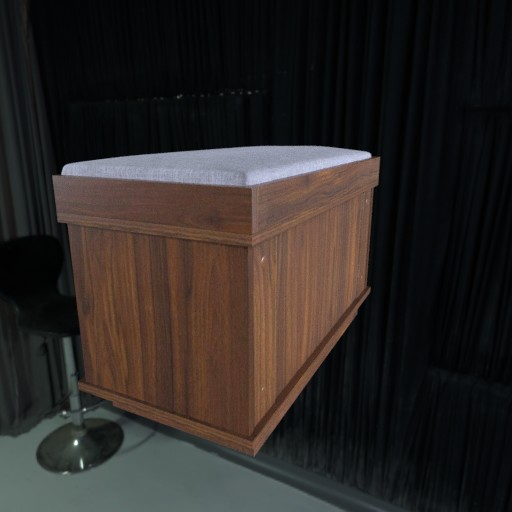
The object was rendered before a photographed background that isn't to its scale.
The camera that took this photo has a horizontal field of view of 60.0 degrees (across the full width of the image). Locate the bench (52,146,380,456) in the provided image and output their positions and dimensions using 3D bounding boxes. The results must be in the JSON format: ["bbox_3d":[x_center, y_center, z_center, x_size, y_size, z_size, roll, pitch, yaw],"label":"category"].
[{"bbox_3d":[0.000,0.000,0.986,0.362,0.461,0.734,8,18,26],"label":"bench"}]
